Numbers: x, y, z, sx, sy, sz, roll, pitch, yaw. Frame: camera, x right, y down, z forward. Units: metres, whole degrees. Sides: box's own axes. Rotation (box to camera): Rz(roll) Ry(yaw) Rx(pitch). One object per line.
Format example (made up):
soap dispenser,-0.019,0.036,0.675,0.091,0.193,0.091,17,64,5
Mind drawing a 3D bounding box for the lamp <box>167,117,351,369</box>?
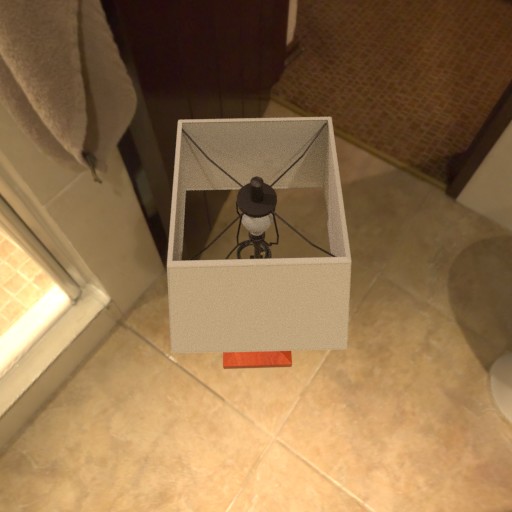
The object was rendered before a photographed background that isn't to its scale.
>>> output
lamp,0.000,0.000,0.993,0.310,0.737,0.498,-1,63,-1
